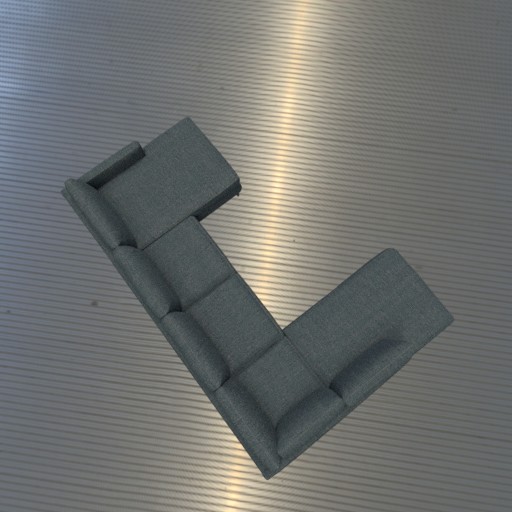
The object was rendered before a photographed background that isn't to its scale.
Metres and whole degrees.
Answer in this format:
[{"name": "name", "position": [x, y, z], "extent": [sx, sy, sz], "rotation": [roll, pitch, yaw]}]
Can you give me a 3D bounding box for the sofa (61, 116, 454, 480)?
[{"name": "sofa", "position": [0.000, 0.000, 3.578], "extent": [1.879, 0.753, 2.737], "rotation": [-37, 79, -8]}]
